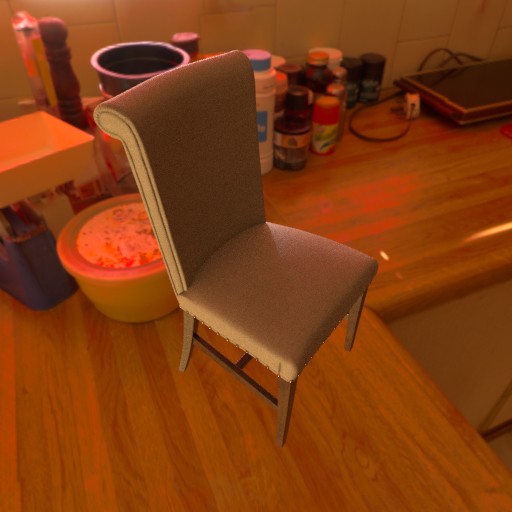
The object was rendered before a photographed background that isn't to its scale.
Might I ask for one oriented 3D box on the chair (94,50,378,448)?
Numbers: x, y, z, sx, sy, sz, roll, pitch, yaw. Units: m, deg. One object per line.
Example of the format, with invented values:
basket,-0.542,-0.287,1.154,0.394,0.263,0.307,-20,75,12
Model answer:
chair,0.000,0.000,1.347,0.608,0.988,0.513,26,48,27
